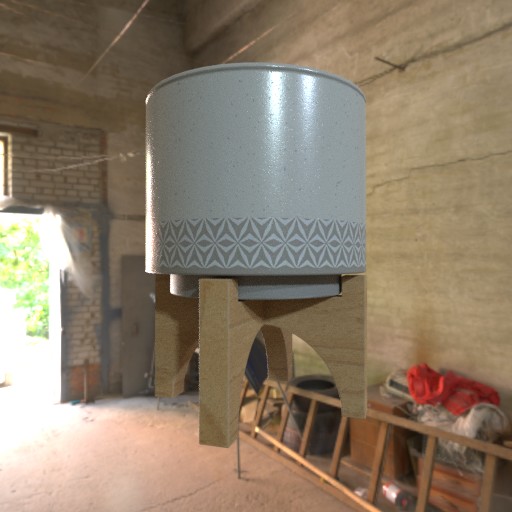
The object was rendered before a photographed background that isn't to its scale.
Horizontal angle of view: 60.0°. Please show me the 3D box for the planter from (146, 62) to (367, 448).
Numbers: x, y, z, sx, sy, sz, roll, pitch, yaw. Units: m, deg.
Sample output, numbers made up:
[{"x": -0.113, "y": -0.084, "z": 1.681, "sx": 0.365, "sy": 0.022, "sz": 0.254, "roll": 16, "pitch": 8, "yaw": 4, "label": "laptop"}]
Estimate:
[{"x": 0.000, "y": 0.000, "z": 0.268, "sx": 0.130, "sy": 0.178, "sz": 0.130, "roll": 0, "pitch": 0, "yaw": 0, "label": "planter"}]
